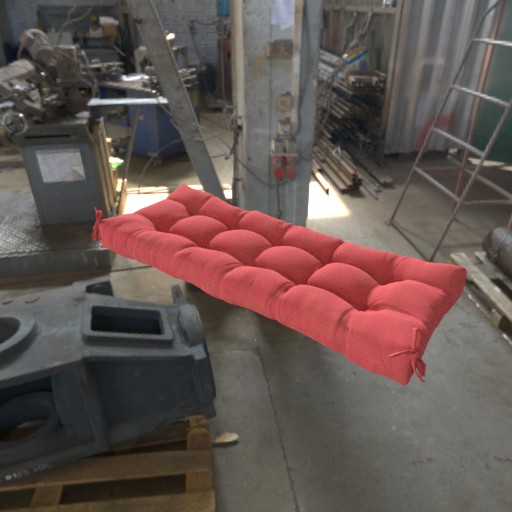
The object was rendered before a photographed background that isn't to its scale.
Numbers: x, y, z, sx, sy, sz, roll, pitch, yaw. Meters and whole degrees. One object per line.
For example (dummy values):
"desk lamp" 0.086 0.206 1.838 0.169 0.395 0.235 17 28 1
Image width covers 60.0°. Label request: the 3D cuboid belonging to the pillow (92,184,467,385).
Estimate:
"pillow" 0.000 0.000 1.388 1.194 0.174 0.511 20 36 31
